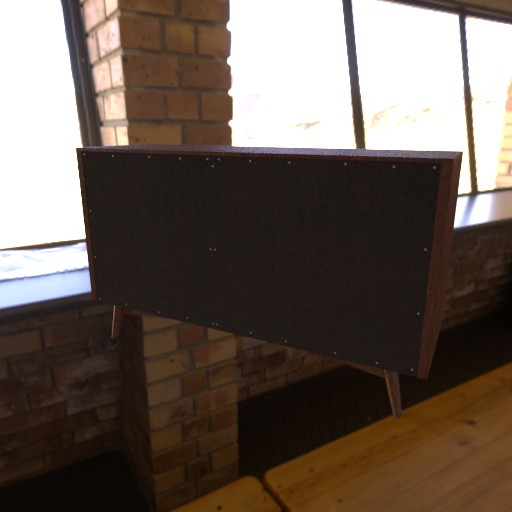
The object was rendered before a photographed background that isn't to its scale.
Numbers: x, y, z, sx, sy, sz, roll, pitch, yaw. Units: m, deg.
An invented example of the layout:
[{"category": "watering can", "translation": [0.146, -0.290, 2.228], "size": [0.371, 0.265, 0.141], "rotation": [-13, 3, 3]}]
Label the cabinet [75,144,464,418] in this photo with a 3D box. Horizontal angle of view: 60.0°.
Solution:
[{"category": "cabinet", "translation": [0.000, 0.000, 2.001], "size": [1.575, 0.940, 0.505], "rotation": [8, 18, 26]}]
